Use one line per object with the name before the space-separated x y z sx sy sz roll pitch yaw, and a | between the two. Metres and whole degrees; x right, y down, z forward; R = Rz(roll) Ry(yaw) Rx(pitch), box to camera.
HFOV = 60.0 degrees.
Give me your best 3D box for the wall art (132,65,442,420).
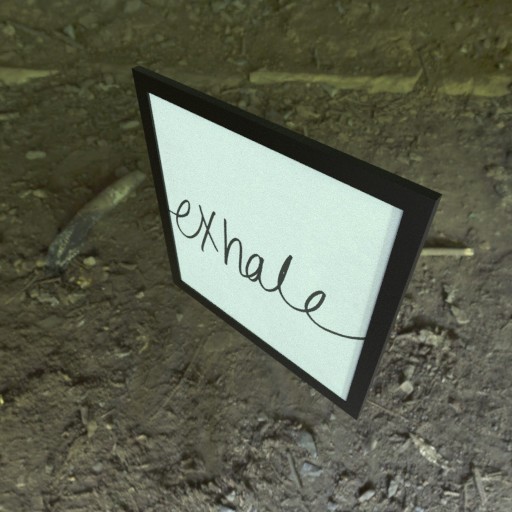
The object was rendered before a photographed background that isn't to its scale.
wall art | 0.000 0.000 0.665 0.446 0.445 0.014 32 53 28
